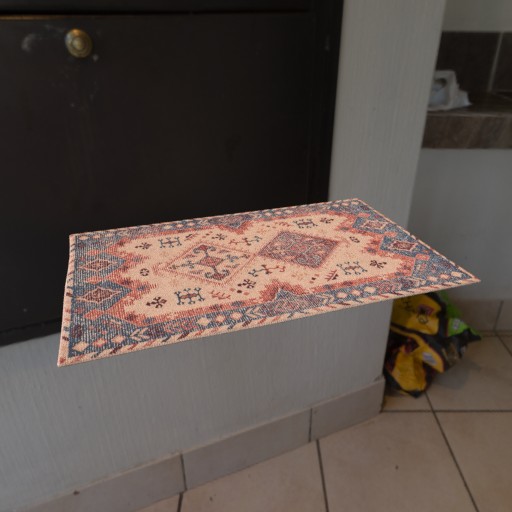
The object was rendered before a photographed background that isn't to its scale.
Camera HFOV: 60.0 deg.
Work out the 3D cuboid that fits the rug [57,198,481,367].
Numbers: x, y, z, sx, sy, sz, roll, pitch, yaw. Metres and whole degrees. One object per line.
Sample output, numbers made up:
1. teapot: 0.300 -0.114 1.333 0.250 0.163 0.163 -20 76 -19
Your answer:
1. rug: 0.000 0.000 3.052 2.464 0.023 1.521 -9 29 -16
